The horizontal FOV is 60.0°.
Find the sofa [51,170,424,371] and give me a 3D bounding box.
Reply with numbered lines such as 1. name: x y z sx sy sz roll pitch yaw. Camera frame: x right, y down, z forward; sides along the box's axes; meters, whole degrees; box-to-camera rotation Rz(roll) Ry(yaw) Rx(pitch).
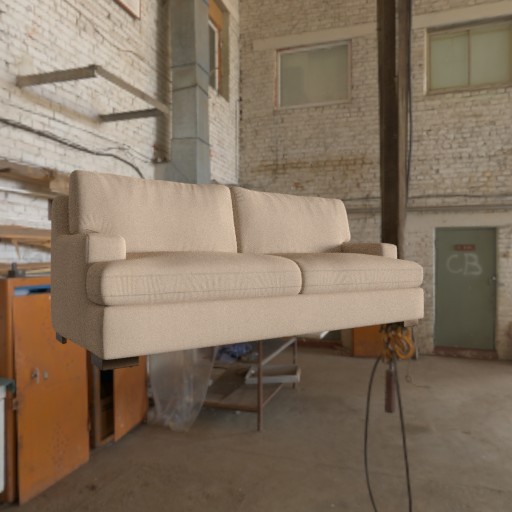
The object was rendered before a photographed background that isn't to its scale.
1. sofa: 0.000 0.000 2.679 2.147 0.925 0.929 0 -1 -36
